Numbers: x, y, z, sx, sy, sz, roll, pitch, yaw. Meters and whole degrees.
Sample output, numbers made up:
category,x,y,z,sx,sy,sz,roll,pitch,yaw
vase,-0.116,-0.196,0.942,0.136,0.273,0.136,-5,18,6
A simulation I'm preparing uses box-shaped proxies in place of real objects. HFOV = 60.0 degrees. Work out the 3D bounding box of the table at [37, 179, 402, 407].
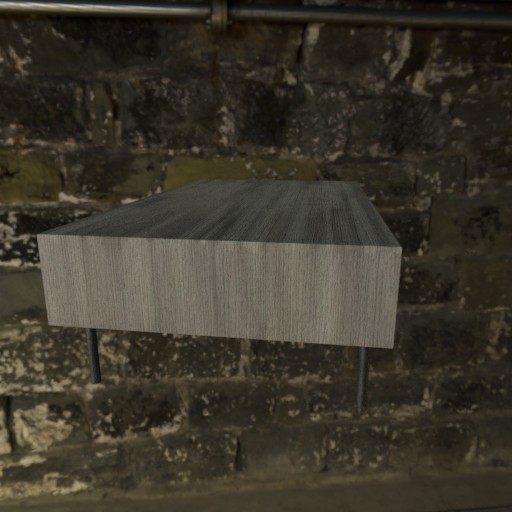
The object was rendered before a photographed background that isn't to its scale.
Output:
category,x,y,z,sx,sy,sz,roll,pitch,yaw
table,0.000,0.000,1.319,0.643,0.347,1.088,2,15,8
